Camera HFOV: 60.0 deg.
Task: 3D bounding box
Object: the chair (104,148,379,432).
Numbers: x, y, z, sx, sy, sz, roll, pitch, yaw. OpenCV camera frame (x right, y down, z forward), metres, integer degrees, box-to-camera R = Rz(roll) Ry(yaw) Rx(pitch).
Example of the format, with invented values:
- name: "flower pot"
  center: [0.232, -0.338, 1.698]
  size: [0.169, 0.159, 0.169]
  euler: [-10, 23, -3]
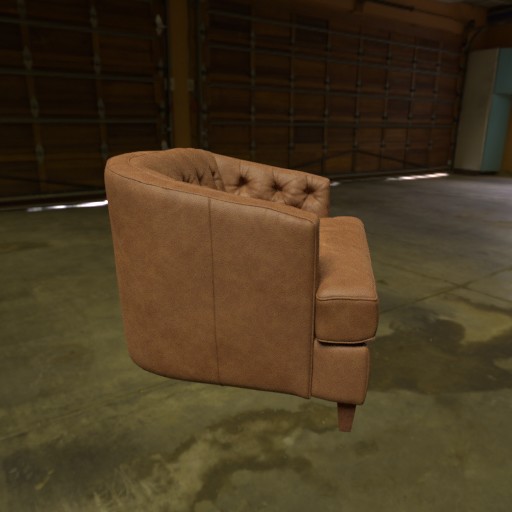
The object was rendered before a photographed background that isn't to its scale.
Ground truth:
- name: "chair"
  center: [0.000, 0.000, 1.809]
  size: [0.911, 0.836, 1.119]
  euler: [3, 16, 10]
